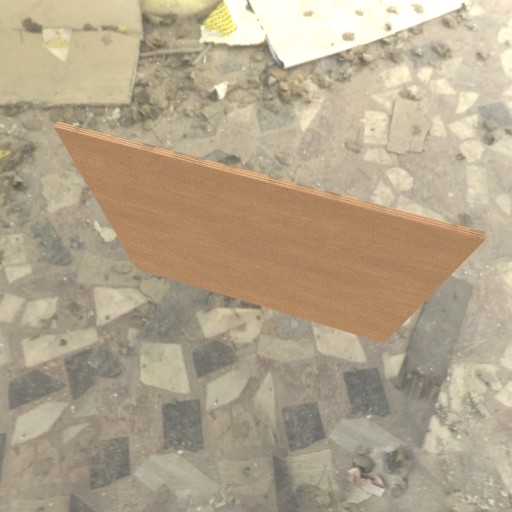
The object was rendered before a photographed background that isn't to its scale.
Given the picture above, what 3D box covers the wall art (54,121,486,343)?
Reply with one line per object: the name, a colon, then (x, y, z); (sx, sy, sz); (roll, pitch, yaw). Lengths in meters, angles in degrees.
wall art: (0.000, 0.000, 0.683); (0.508, 0.408, 0.010); (16, 65, 8)
